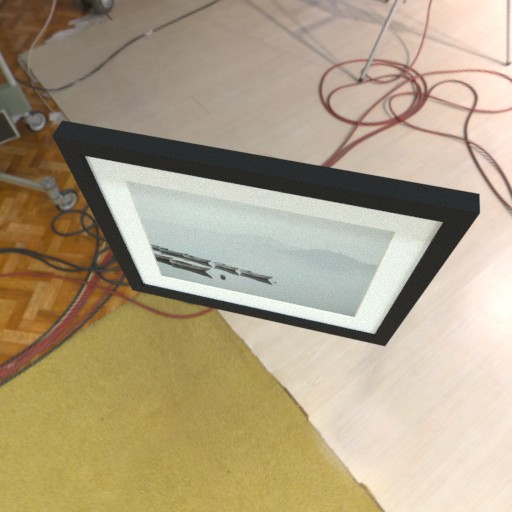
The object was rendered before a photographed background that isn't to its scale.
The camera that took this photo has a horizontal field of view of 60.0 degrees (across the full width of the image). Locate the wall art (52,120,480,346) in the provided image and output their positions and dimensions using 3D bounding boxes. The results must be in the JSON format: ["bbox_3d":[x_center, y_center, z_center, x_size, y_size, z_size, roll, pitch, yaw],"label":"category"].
[{"bbox_3d":[0.000,0.000,0.761,0.554,0.454,0.030,12,59,7],"label":"wall art"}]
